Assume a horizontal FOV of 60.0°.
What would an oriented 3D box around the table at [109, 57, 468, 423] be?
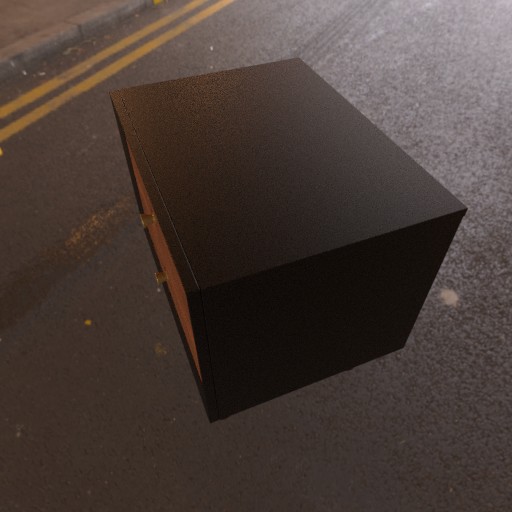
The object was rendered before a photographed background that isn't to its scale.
[{"bbox_3d":[0.000,0.000,0.983,0.441,0.584,0.564,-17,49,-15],"label":"table"}]
